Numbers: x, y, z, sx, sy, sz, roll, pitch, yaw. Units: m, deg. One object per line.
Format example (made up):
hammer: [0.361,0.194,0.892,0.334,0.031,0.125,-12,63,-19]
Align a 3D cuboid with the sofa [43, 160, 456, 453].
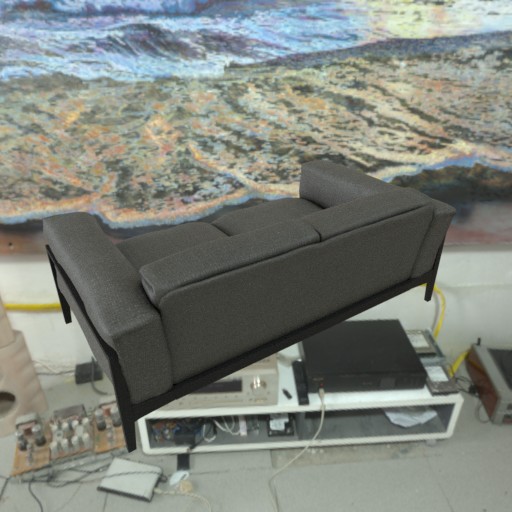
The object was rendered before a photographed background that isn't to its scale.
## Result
sofa: [0.000,0.000,2.128,1.690,0.656,0.960,-18,34,-29]
